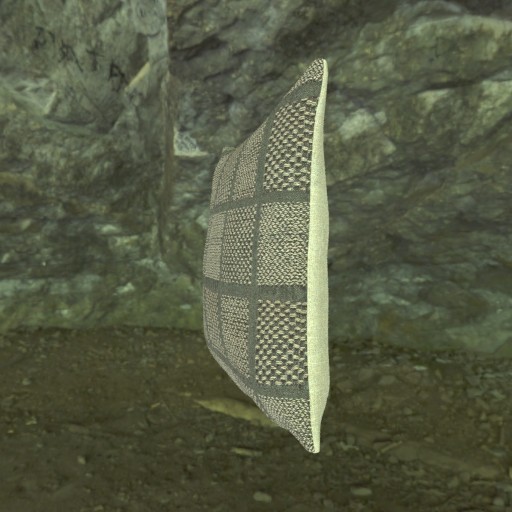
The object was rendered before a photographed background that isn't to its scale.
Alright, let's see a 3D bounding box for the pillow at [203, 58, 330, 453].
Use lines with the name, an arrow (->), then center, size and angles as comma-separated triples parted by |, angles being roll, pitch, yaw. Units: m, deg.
pillow -> 0.000, 0.000, 0.682 | 0.138, 0.432, 0.435 | 0, 0, -18
